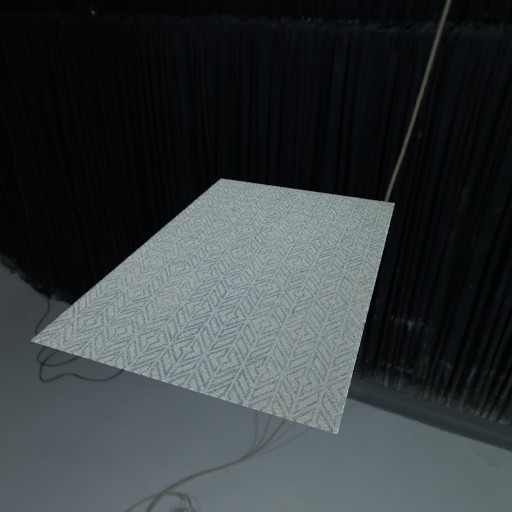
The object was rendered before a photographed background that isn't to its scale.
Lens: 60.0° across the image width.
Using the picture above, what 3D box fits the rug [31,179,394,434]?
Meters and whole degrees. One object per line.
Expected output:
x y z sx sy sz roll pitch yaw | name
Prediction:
0.000 0.000 2.301 1.220 0.008 1.824 11 33 17 | rug
